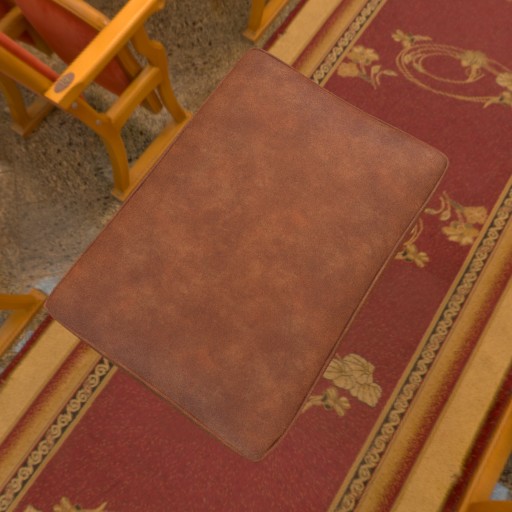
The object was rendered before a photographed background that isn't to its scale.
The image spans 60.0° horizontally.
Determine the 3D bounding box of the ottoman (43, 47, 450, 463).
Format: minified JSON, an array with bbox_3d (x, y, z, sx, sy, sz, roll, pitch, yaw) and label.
[{"bbox_3d":[0.000,0.000,0.960,0.501,0.418,0.665,33,78,8],"label":"ottoman"}]
